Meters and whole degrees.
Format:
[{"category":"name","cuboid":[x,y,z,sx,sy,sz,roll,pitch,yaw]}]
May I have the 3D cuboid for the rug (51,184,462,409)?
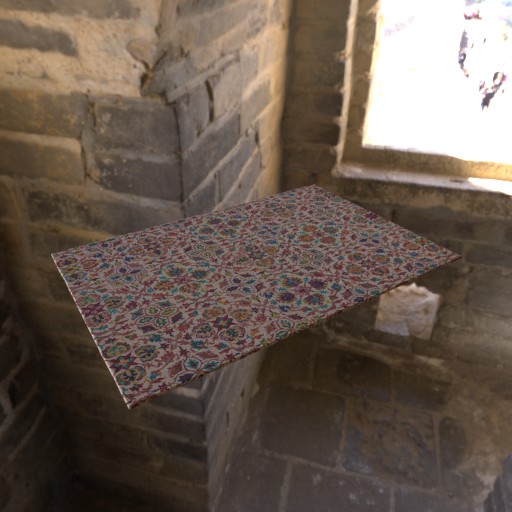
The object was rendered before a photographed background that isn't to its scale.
[{"category":"rug","cuboid":[0.000,0.000,2.975,2.297,0.018,1.541,-19,36,-28]}]
